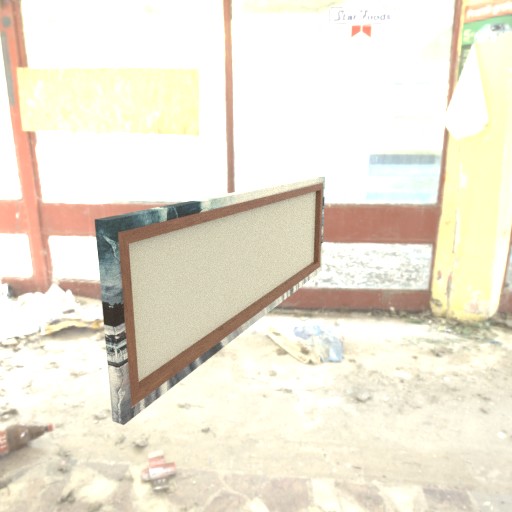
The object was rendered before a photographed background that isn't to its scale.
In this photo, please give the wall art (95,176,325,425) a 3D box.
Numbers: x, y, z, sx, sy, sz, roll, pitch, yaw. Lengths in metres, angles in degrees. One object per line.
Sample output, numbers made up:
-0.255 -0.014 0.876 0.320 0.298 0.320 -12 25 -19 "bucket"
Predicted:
0.000 0.000 1.693 0.037 0.509 1.524 7 16 26 "wall art"
